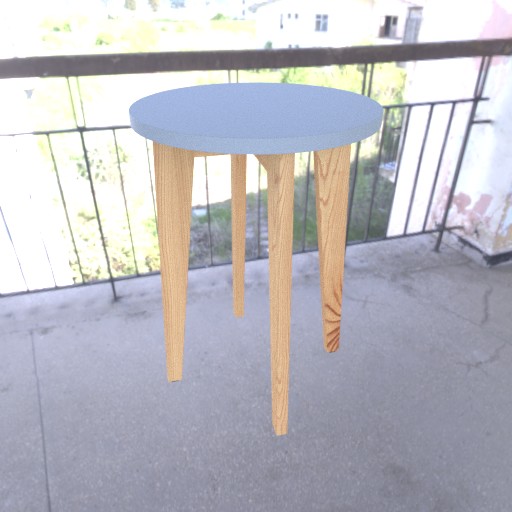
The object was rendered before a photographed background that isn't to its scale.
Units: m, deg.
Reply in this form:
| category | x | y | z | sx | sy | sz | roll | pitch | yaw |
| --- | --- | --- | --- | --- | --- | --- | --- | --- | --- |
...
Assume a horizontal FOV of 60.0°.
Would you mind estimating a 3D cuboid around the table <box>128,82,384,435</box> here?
| category | x | y | z | sx | sy | sz | roll | pitch | yaw |
| --- | --- | --- | --- | --- | --- | --- | --- | --- | --- |
| table | 0.000 | 0.000 | 0.753 | 0.350 | 0.500 | 0.350 | 0 | 31 | 0 |
